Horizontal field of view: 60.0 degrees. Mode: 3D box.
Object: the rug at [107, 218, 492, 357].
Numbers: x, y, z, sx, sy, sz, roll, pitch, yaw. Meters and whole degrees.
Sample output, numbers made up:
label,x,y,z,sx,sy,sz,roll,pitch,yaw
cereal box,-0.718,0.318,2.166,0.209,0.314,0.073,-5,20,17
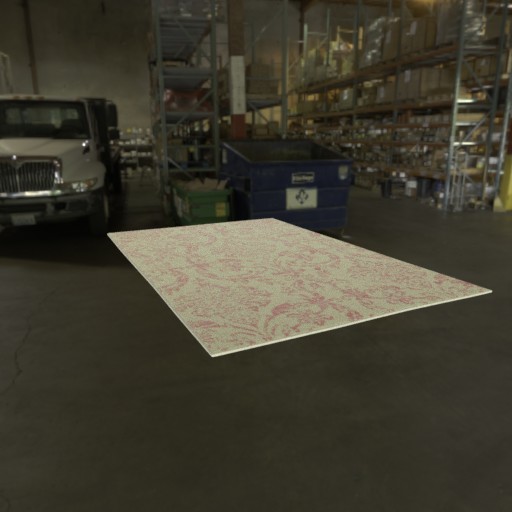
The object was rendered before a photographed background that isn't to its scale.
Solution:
label,x,y,z,sx,sy,sz,roll,pitch,yaw
rug,0.000,0.000,2.323,1.219,0.012,1.839,-8,17,-26
